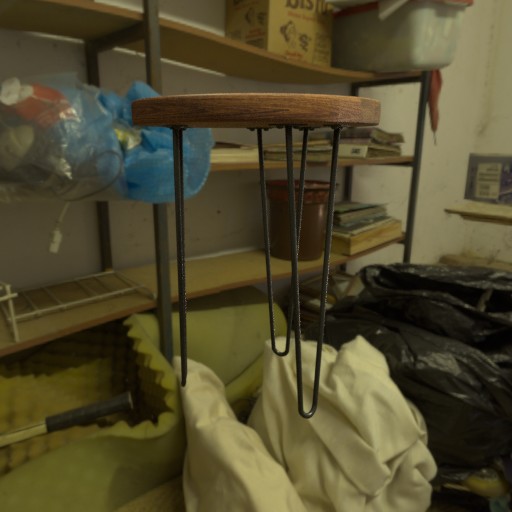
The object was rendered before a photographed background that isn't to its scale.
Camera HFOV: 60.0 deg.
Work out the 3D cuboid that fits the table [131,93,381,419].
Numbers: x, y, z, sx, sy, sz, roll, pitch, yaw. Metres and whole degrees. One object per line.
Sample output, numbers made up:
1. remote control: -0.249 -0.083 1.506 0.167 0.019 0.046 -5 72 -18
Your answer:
1. table: 0.000 0.000 0.801 0.400 0.520 0.400 0 15 0
